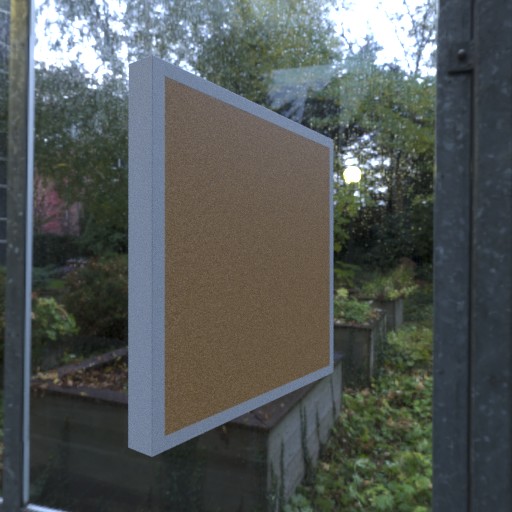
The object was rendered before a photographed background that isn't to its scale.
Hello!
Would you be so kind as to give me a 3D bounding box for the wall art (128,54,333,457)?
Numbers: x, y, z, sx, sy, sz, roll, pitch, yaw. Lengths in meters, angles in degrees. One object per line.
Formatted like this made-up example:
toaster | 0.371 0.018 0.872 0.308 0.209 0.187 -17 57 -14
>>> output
wall art | 0.000 0.000 0.622 0.038 0.406 0.406 0 0 36
